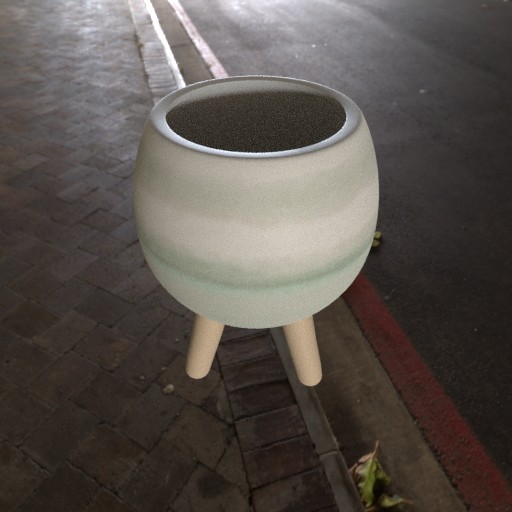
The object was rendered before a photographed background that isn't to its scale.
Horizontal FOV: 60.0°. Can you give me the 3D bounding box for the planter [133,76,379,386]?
[{"bbox_3d":[0.000,0.000,0.332,0.161,0.224,0.161,0,40,0],"label":"planter"}]
